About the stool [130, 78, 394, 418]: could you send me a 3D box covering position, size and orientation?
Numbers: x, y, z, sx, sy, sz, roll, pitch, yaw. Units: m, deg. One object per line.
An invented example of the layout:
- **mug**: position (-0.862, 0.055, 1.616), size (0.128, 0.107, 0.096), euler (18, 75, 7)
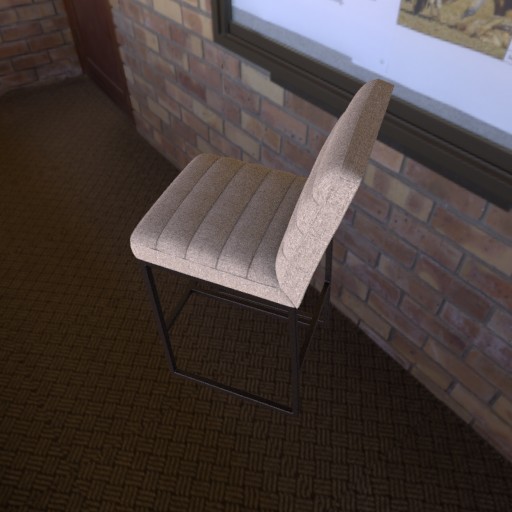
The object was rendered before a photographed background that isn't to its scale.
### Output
- **stool**: position (0.000, 0.000, 1.376), size (0.571, 1.034, 0.459), euler (15, 47, 14)
